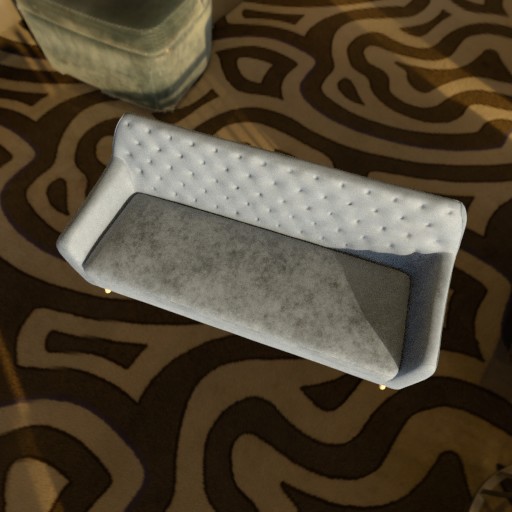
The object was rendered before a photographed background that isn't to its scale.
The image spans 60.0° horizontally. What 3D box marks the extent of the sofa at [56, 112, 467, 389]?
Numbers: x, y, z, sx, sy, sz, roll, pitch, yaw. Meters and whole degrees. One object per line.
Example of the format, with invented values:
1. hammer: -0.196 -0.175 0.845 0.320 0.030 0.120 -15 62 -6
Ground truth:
1. sofa: 0.000 0.000 2.428 1.975 0.832 0.841 17 61 10
